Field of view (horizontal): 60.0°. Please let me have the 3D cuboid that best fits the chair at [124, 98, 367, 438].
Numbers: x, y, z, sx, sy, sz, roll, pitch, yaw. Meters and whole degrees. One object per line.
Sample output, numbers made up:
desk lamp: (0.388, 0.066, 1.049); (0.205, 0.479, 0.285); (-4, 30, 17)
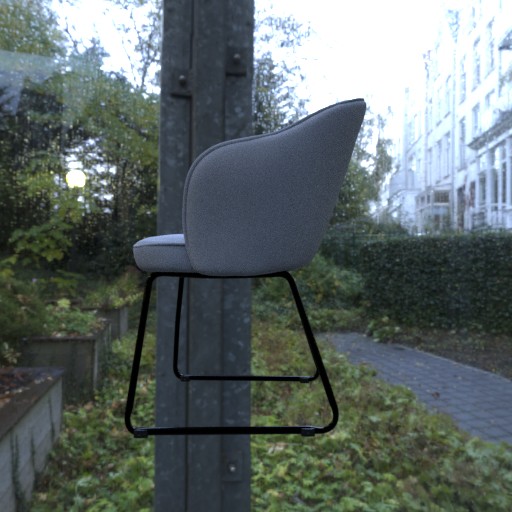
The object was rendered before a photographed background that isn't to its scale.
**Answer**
chair: (0.000, 0.000, 1.229); (0.592, 0.817, 0.570); (0, -1, 2)
